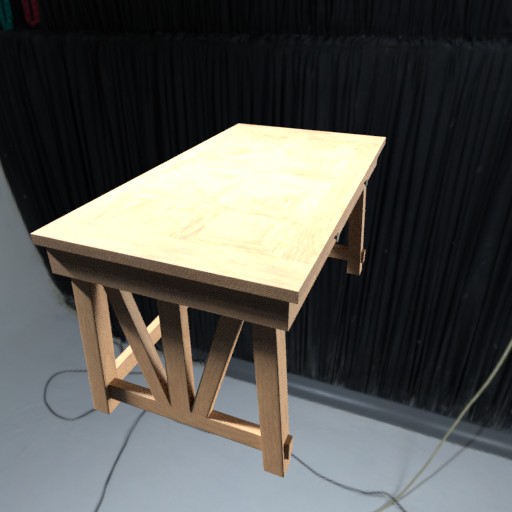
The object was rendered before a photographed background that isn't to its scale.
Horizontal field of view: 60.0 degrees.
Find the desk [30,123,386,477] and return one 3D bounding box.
[{"bbox_3d":[0.000,0.000,1.949,0.813,0.762,1.499,11,31,19],"label":"desk"}]
